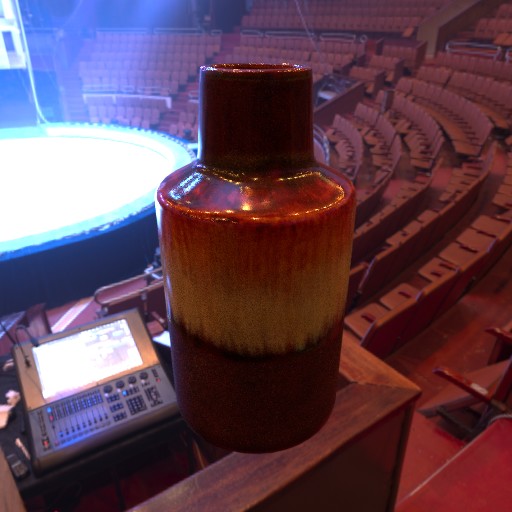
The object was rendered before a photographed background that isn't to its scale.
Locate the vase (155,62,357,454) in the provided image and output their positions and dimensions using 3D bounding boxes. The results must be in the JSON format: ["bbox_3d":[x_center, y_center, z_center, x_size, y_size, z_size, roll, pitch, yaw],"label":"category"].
[{"bbox_3d":[0.000,0.000,0.258,0.108,0.204,0.108,0,27,0],"label":"vase"}]
